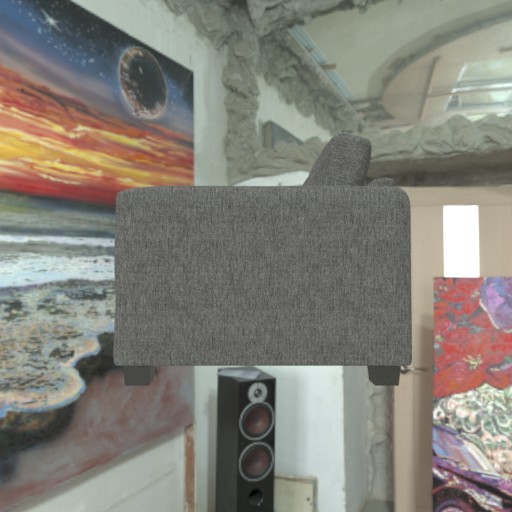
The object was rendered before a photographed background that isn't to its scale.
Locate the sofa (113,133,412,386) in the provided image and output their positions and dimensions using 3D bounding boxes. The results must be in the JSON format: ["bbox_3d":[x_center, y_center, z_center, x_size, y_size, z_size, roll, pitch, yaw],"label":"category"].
[{"bbox_3d":[0.000,0.000,2.012,0.900,0.800,1.520,0,-2,0],"label":"sofa"}]
